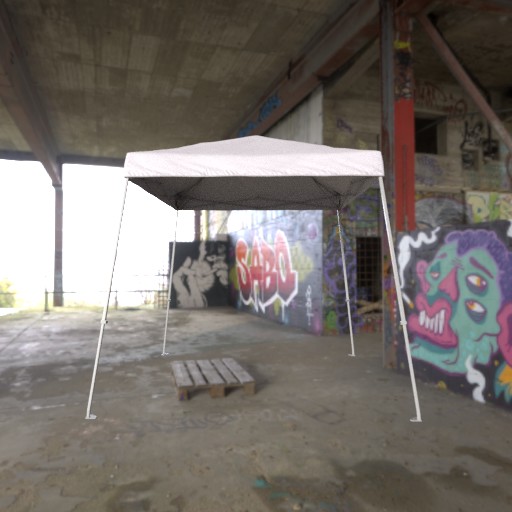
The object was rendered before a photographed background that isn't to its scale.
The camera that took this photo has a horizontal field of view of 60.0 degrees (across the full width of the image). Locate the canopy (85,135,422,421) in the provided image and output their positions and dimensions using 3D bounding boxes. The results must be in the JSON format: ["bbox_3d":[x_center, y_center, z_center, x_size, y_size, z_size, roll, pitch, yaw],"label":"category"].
[{"bbox_3d":[0.000,0.000,5.209,2.849,2.850,2.850,0,-2,1],"label":"canopy"}]
